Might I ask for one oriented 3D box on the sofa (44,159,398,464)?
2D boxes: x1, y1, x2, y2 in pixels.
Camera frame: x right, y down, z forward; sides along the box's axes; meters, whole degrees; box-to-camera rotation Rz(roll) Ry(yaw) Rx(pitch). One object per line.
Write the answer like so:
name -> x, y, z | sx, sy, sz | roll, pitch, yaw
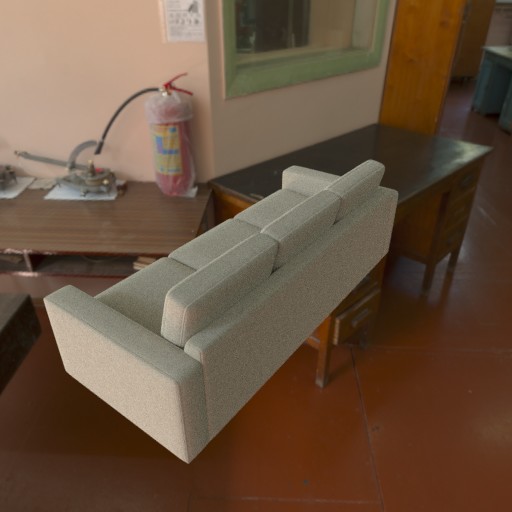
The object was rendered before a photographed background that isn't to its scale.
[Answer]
sofa -> 0.000, 0.000, 2.640 | 0.900, 0.800, 2.160 | 21, 38, 30
